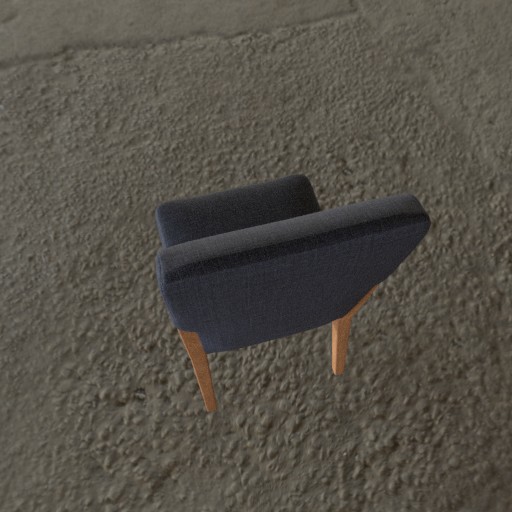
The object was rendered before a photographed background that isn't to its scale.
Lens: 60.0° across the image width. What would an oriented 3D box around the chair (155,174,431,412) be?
[{"bbox_3d":[0.000,0.000,1.246,0.507,0.911,0.586,-13,59,-8],"label":"chair"}]
